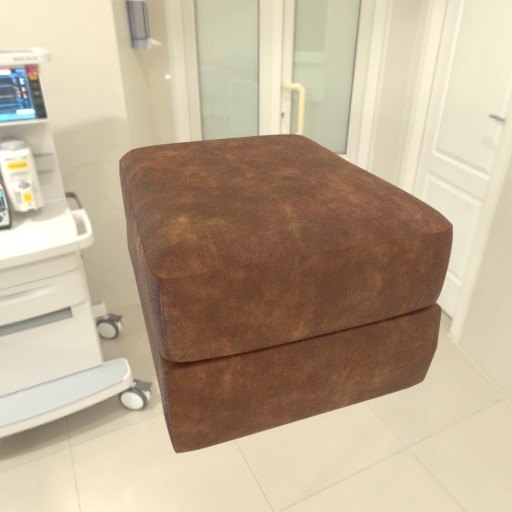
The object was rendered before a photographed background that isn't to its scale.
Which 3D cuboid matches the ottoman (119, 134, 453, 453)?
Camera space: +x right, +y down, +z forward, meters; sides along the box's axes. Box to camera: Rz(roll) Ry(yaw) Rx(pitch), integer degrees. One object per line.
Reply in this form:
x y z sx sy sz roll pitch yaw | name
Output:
0.000 0.000 1.139 0.603 0.476 0.751 -10 30 -17 | ottoman
